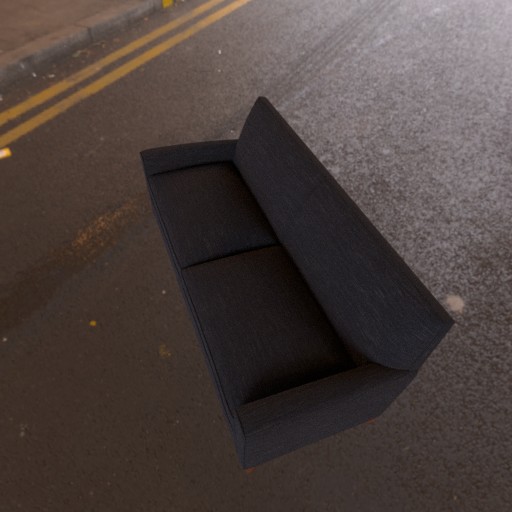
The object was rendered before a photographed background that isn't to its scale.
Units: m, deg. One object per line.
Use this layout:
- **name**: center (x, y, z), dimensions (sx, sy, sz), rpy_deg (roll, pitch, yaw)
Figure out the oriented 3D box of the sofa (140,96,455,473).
- **sofa**: center (0.000, 0.000, 2.457), dimensions (0.875, 0.846, 1.976), rpy_deg (-16, 48, -14)
